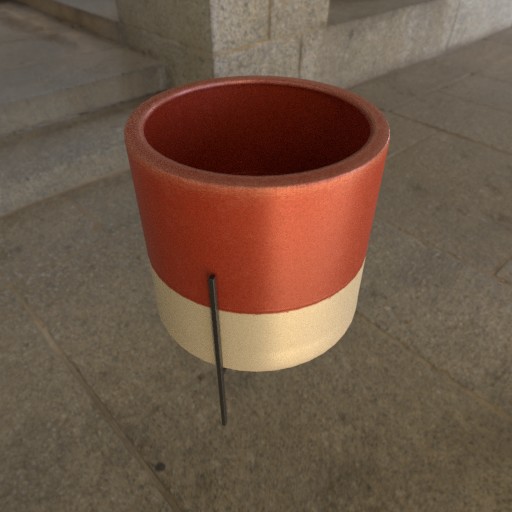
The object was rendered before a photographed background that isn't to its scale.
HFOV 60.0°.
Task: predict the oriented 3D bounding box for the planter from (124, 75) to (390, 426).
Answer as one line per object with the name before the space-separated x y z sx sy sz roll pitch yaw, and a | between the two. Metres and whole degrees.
planter | 0.000 0.000 0.726 0.345 0.465 0.354 12 42 14
